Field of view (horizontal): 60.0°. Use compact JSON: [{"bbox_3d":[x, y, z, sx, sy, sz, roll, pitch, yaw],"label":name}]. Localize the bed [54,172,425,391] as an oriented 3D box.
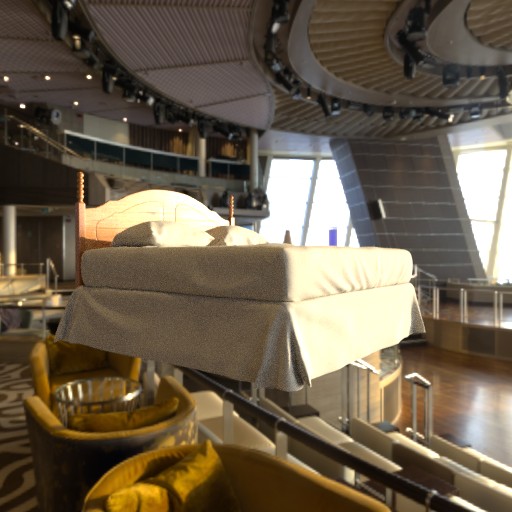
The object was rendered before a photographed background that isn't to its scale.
[{"bbox_3d":[0.000,0.000,3.664,2.219,1.355,2.322,0,1,38],"label":"bed"}]
